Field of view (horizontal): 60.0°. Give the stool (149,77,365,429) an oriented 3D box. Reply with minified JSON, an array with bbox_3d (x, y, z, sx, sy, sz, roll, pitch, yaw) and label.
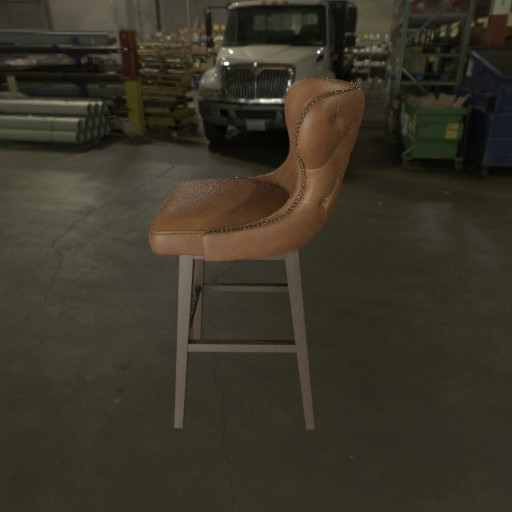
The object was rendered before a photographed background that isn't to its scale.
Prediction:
[{"bbox_3d":[0.000,0.000,1.486,0.606,1.087,0.591,0,26,1],"label":"stool"}]
